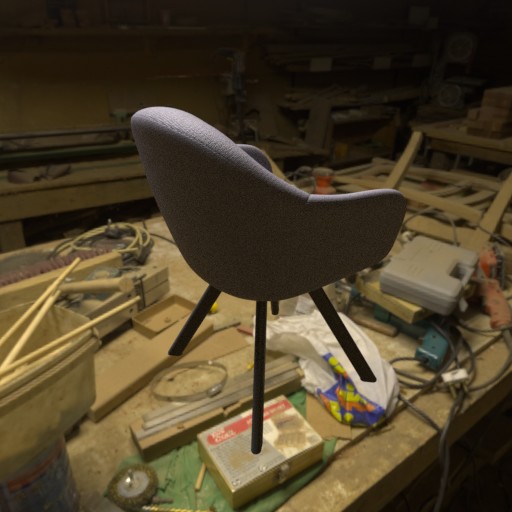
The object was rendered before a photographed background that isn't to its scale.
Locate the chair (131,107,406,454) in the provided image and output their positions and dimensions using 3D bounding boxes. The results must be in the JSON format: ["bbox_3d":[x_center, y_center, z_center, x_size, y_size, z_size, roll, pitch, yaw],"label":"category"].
[{"bbox_3d":[0.000,0.000,1.186,0.550,0.795,0.590,-18,32,-32],"label":"chair"}]
